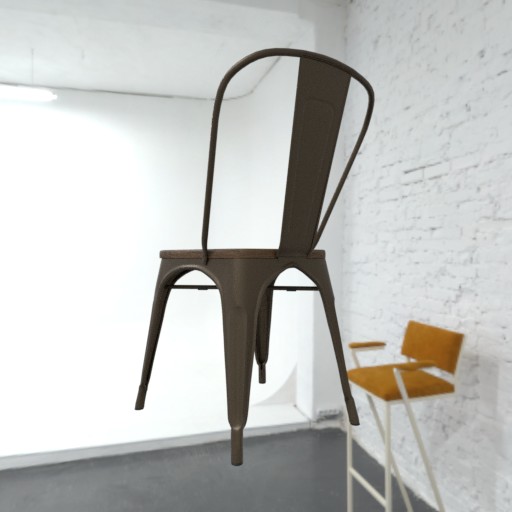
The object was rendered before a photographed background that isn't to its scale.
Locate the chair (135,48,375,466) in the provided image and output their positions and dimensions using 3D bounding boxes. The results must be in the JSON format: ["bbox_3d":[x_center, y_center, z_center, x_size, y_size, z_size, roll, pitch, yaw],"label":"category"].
[{"bbox_3d":[0.000,0.000,1.148,0.451,0.844,0.532,0,0,-37],"label":"chair"}]
